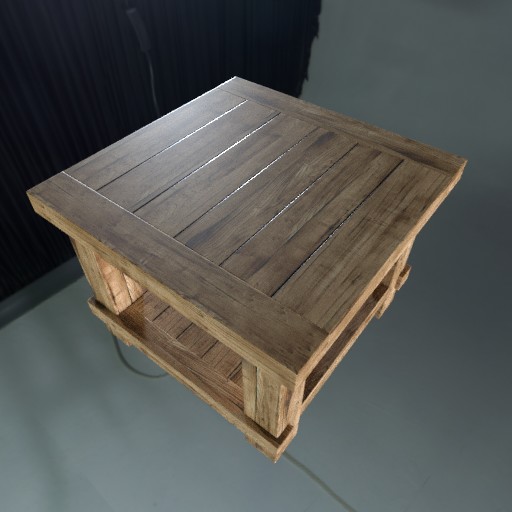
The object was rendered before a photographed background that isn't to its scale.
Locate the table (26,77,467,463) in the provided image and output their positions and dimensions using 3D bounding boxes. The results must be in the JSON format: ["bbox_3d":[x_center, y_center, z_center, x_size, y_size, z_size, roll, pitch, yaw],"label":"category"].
[{"bbox_3d":[0.000,0.000,1.024,0.610,0.457,0.610,30,53,25],"label":"table"}]
